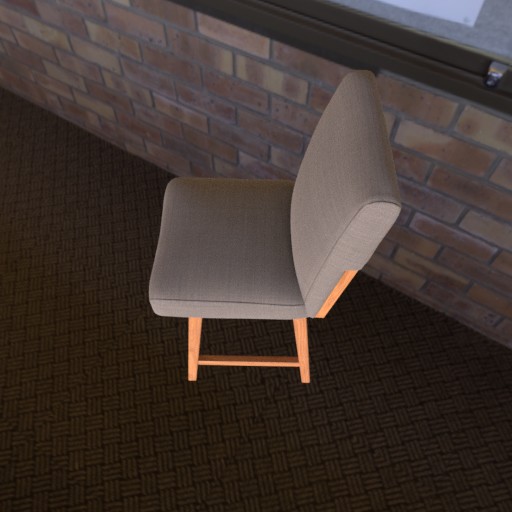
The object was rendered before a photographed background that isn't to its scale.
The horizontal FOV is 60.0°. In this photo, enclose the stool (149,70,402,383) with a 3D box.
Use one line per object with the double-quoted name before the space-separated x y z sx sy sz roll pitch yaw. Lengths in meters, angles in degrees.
"stool" 0.000 0.000 1.352 0.570 1.019 0.459 1 57 1
